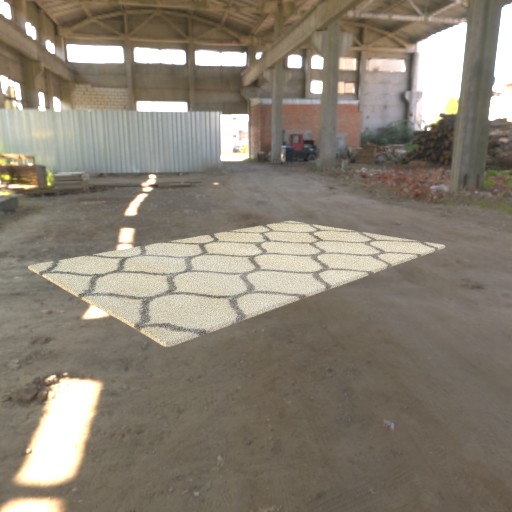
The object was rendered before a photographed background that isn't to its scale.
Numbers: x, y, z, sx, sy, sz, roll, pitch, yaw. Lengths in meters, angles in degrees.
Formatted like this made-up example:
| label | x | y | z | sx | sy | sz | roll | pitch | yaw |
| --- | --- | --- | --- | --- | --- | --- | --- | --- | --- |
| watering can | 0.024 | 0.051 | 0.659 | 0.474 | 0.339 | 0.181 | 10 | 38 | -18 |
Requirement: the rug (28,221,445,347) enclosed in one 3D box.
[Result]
| label | x | y | z | sx | sy | sz | roll | pitch | yaw |
| --- | --- | --- | --- | --- | --- | --- | --- | --- | --- |
| rug | 0.000 | 0.000 | 2.908 | 2.348 | 0.024 | 1.501 | -13 | 19 | -42 |
